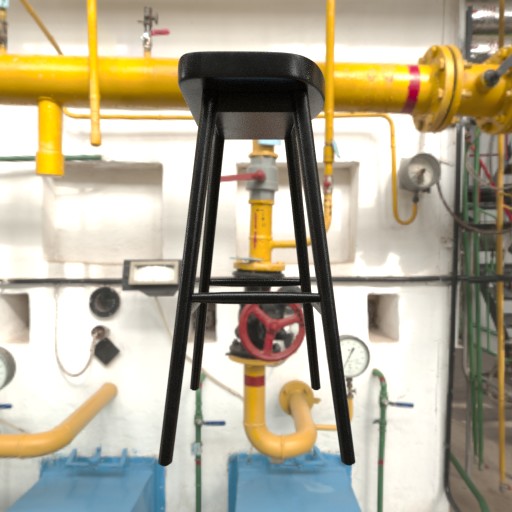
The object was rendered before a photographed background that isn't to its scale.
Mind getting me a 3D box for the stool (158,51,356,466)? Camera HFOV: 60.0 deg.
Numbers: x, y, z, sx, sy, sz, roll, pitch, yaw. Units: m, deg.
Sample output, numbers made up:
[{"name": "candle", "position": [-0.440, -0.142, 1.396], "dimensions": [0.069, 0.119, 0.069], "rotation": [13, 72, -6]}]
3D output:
[{"name": "stool", "position": [0.000, 0.000, 1.007], "dimensions": [0.361, 0.749, 0.440], "rotation": [0, 2, 0]}]
